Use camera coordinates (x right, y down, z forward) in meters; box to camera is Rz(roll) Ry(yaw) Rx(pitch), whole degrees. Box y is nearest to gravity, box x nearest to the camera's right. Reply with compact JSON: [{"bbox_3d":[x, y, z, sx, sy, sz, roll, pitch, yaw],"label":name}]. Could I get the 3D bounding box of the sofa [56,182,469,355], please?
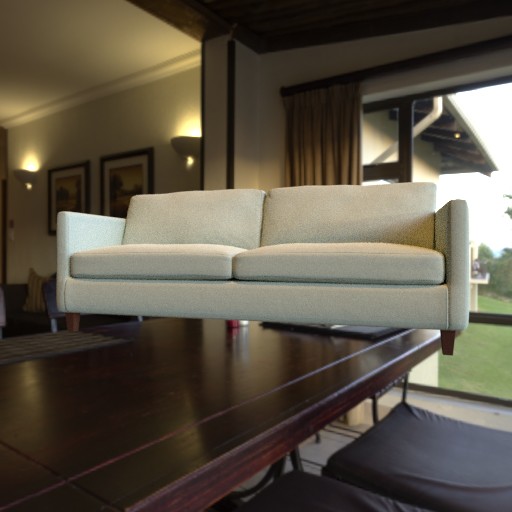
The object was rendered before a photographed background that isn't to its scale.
[{"bbox_3d":[0.000,0.000,2.907,2.434,0.965,0.948,0,0,17],"label":"sofa"}]
